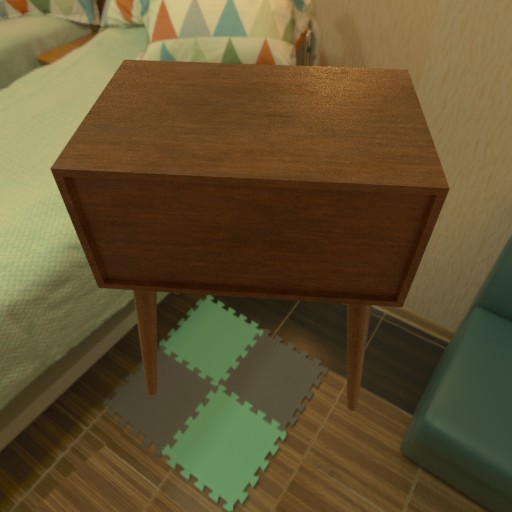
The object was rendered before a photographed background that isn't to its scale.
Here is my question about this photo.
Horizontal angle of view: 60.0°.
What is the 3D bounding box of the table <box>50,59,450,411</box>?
[{"bbox_3d":[0.000,0.000,0.817,0.454,0.580,0.307,3,47,3],"label":"table"}]
